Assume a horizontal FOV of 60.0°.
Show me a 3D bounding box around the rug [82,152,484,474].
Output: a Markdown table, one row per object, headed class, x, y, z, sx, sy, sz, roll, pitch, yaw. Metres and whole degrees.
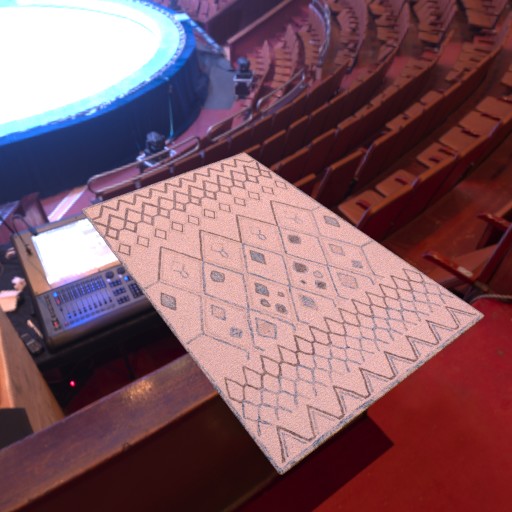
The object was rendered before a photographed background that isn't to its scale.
| class | x | y | z | sx | sy | sz | roll | pitch | yaw |
| --- | --- | --- | --- | --- | --- | --- | --- | --- | --- |
| rug | 0.000 | 0.000 | 2.984 | 1.524 | 0.015 | 2.439 | -26 | 47 | -26 |
